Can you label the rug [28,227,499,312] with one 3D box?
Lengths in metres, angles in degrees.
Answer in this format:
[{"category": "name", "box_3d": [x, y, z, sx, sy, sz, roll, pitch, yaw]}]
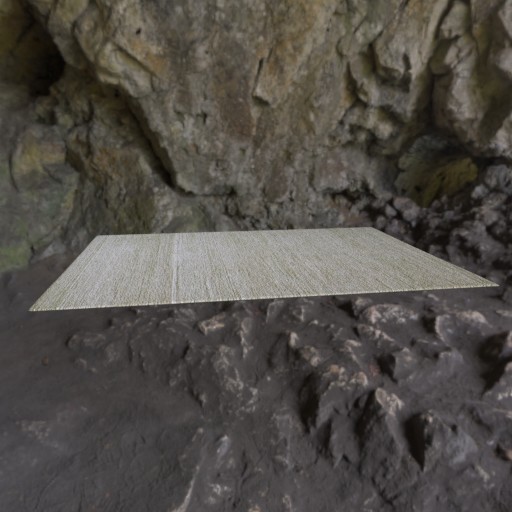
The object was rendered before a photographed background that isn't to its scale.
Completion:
[{"category": "rug", "box_3d": [0.000, 0.000, 2.866, 2.270, 0.017, 1.606, -2, 15, -9]}]
